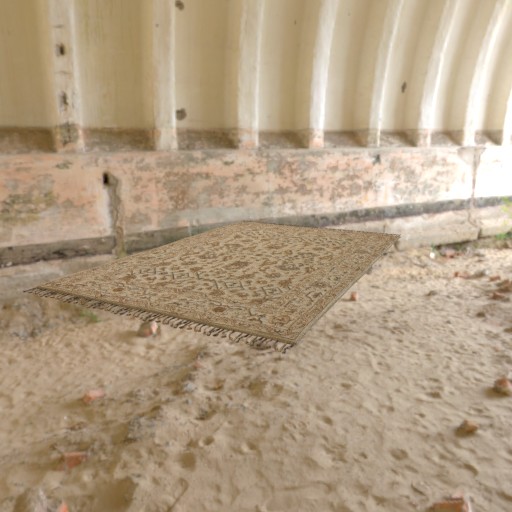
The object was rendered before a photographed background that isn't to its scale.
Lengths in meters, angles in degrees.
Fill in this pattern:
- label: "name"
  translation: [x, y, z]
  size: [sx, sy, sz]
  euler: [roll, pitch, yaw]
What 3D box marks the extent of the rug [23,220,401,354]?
- label: "rug"
  translation: [0.000, 0.000, 3.030]
  size: [1.529, 0.027, 2.434]
  euler: [7, 16, 26]
